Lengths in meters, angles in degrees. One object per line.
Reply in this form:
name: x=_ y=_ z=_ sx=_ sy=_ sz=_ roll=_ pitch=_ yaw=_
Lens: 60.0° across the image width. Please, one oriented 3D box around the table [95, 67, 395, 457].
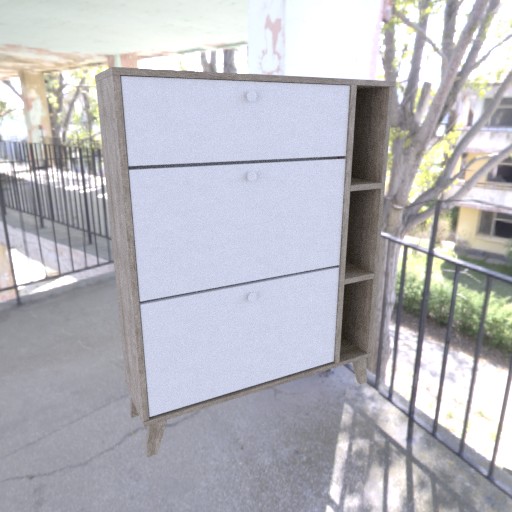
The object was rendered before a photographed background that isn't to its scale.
table: x=0.000 y=0.000 z=1.522 sx=0.902 sy=1.135 sz=0.256 roll=-9 pitch=19 yaw=-26
